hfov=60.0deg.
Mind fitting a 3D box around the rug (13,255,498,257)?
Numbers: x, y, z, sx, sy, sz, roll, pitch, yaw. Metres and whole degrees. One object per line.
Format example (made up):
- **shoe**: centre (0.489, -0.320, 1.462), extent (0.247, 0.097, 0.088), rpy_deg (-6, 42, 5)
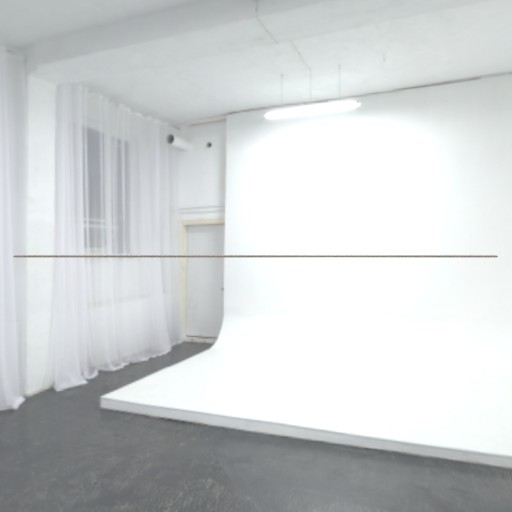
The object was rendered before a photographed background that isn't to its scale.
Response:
- **rug**: centre (0.000, 0.000, 2.842), extent (2.286, 0.011, 1.524), rpy_deg (0, 0, 1)
